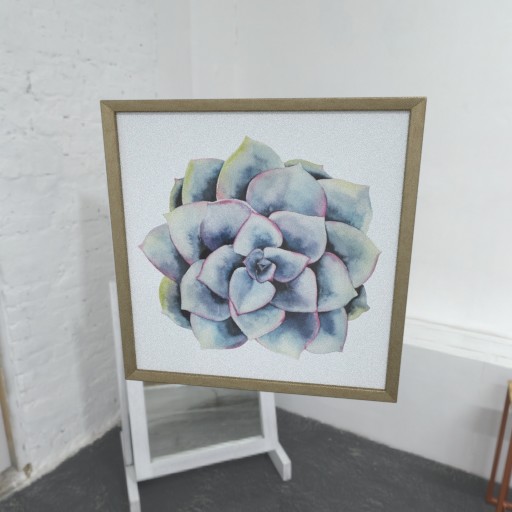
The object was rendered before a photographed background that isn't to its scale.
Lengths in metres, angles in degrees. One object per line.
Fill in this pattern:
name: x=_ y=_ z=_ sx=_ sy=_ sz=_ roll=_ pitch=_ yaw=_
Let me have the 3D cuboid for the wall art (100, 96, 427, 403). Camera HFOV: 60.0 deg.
wall art: x=0.000 y=0.000 z=0.757 sx=0.503 sy=0.506 sz=0.030 roll=2 pitch=16 yaw=8
